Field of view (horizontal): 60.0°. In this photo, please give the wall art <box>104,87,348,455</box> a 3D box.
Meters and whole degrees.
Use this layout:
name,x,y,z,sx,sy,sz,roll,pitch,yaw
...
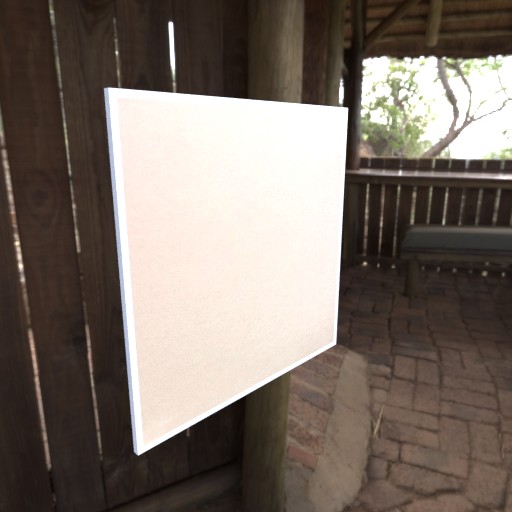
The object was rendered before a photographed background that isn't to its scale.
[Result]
name,x,y,z,sx,sy,sz,roll,pitch,yaw
wall art,0.000,0.000,0.840,0.012,0.557,0.557,14,20,42
